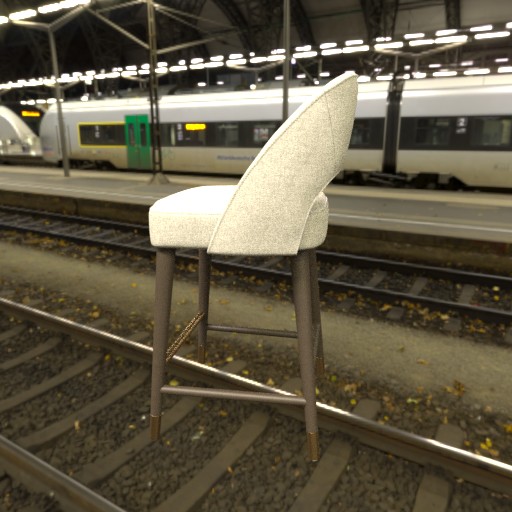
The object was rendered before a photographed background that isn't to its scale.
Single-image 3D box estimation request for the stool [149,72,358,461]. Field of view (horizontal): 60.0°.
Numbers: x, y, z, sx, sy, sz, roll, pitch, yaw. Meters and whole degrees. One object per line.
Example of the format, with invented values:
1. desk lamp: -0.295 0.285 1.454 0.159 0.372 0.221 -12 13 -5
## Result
1. stool: 0.000 0.000 1.245 0.509 0.940 0.494 3 15 10
